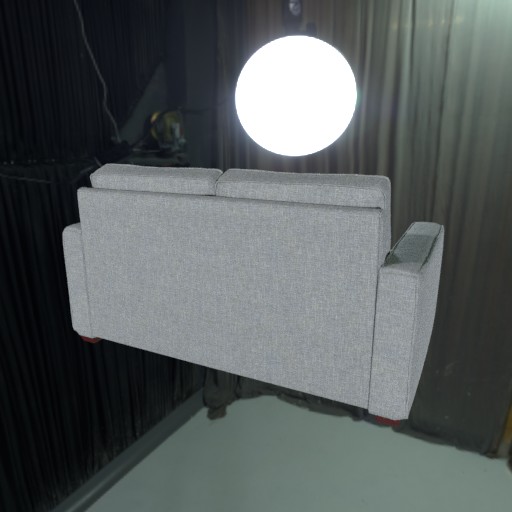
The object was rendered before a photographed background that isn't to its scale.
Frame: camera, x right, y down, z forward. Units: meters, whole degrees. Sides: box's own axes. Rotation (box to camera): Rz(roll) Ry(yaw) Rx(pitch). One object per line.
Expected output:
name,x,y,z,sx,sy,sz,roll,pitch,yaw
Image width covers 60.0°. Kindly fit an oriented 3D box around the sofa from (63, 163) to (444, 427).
sofa,0.000,0.000,2.244,1.706,0.915,0.945,8,17,25
